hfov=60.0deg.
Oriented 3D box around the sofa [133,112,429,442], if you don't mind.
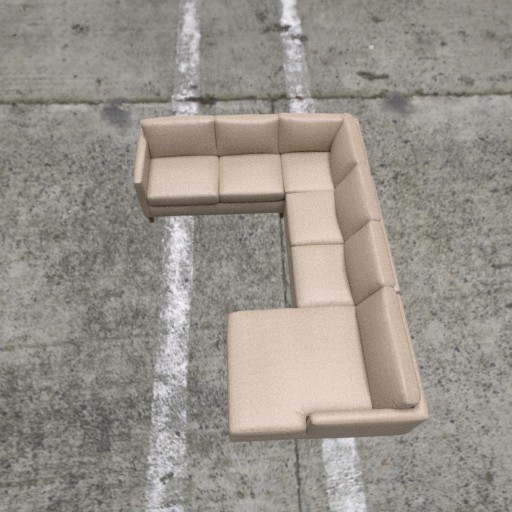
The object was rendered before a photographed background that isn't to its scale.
[{"bbox_3d":[0.000,0.000,4.514,2.594,0.961,3.460,-2,58,-1],"label":"sofa"}]
